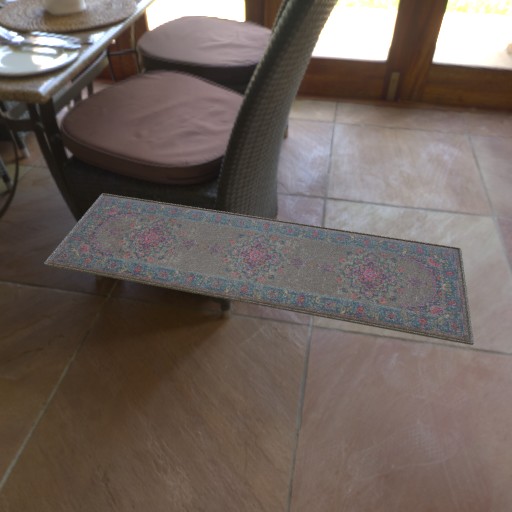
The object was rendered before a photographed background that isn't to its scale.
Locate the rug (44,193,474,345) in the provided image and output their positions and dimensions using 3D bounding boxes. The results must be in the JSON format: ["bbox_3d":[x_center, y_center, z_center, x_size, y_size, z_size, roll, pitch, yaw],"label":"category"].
[{"bbox_3d":[0.000,0.000,2.020,1.827,0.012,0.553,10,45,10],"label":"rug"}]
